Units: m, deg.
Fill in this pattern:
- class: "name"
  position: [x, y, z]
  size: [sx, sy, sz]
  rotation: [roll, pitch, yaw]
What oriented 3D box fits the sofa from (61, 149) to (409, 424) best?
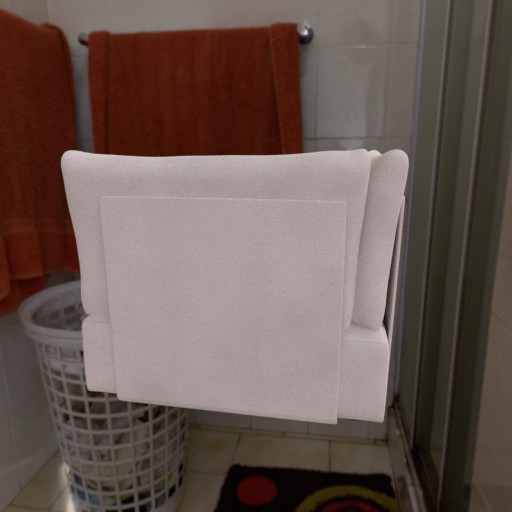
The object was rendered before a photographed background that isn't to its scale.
- class: "sofa"
  position: [0.000, 0.000, 1.751]
  size: [1.000, 0.820, 1.000]
  rotation: [3, 14, 11]
